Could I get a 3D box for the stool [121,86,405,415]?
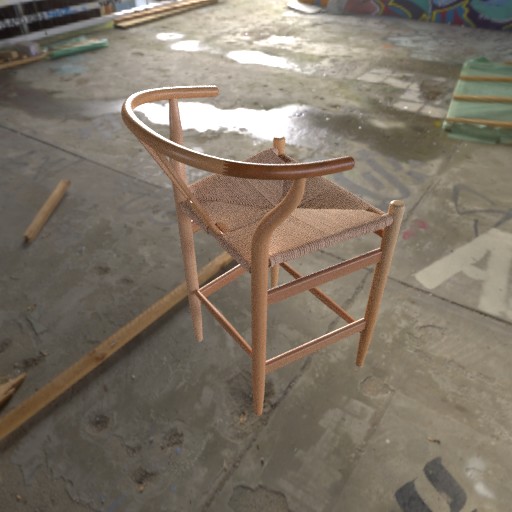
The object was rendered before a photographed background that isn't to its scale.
[{"bbox_3d":[0.000,0.000,1.275,0.575,0.923,0.536,-25,46,-27],"label":"stool"}]
